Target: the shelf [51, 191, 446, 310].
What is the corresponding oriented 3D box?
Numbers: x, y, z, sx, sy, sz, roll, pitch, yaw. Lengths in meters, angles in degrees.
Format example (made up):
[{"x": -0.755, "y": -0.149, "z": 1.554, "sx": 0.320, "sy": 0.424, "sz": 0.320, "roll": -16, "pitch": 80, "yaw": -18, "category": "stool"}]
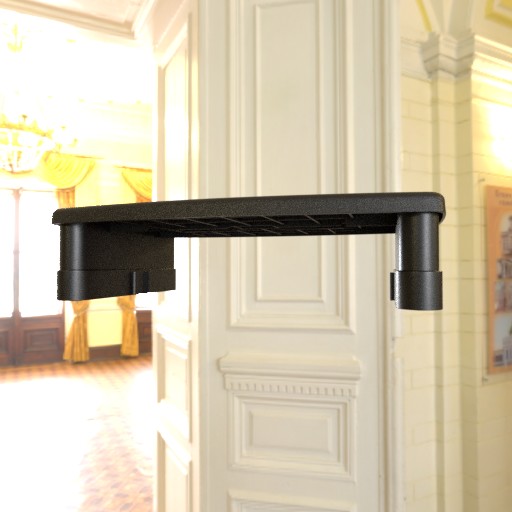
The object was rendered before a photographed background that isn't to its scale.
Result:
[{"x": 0.000, "y": 0.000, "z": 0.531, "sx": 0.410, "sy": 0.100, "sz": 0.280, "roll": 0, "pitch": -1, "yaw": 17, "category": "shelf"}]
